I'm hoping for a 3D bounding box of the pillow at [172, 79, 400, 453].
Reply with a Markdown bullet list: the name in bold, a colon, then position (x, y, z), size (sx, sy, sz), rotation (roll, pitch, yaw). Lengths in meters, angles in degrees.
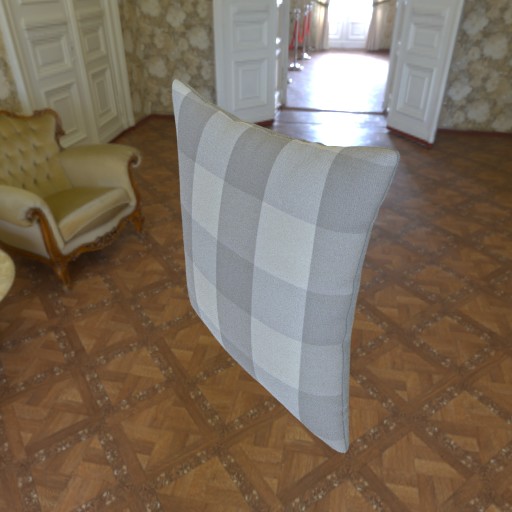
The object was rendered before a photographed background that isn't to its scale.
- **pillow**: position (0.000, 0.000, 0.770), size (0.161, 0.509, 0.511), rotation (-21, 37, -30)
